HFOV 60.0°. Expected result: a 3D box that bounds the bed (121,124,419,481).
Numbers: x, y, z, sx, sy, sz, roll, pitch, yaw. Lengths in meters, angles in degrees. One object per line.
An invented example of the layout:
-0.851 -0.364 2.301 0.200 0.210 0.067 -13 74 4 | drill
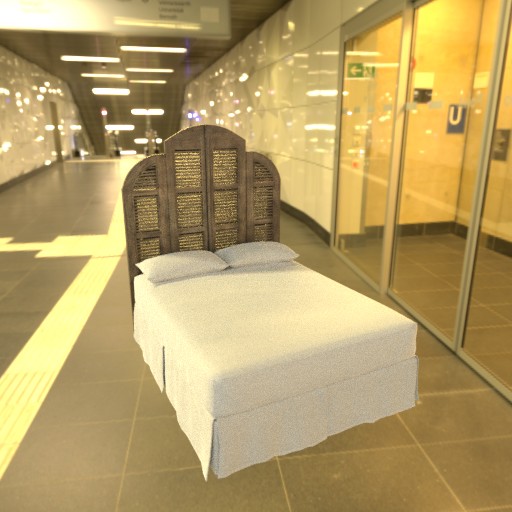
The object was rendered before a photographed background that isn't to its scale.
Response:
0.000 0.000 3.554 1.713 2.019 2.138 -8 18 -26 | bed
